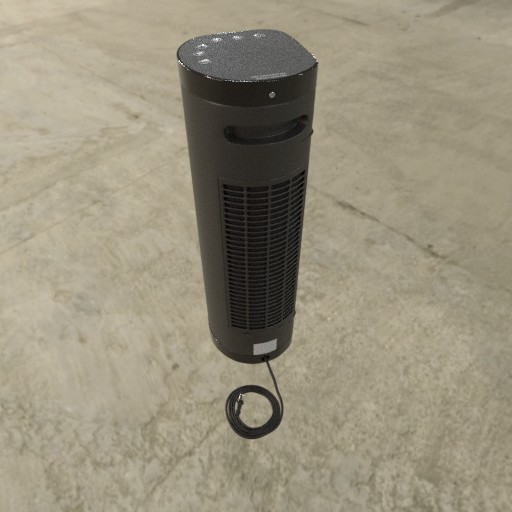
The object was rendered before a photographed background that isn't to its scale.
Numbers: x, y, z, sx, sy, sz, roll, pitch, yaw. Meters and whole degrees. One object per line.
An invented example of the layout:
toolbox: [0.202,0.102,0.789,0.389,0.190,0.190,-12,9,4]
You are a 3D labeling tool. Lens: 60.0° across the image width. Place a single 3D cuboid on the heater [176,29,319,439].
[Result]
heater: [0.000,0.000,0.681,0.174,0.552,0.312,-12,45,-13]
